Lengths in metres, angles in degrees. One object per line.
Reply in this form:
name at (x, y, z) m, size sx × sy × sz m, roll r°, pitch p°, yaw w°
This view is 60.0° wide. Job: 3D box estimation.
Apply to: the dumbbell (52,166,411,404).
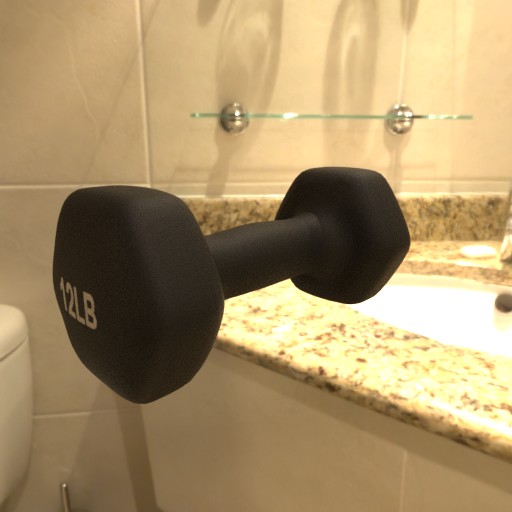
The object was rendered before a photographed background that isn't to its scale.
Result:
dumbbell at (0.000, 0.000, 0.282) m, size 0.231 × 0.101 × 0.112 m, roll -15°, pitch 21°, yaw -42°
